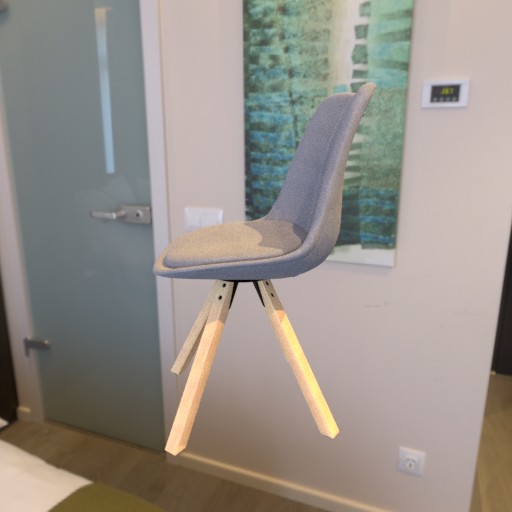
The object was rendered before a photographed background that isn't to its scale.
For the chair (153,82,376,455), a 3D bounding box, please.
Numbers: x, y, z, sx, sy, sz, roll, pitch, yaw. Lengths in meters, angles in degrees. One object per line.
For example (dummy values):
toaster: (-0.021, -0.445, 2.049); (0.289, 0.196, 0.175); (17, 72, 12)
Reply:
chair: (0.000, 0.000, 1.202); (0.549, 0.863, 0.474); (-2, 14, -8)
